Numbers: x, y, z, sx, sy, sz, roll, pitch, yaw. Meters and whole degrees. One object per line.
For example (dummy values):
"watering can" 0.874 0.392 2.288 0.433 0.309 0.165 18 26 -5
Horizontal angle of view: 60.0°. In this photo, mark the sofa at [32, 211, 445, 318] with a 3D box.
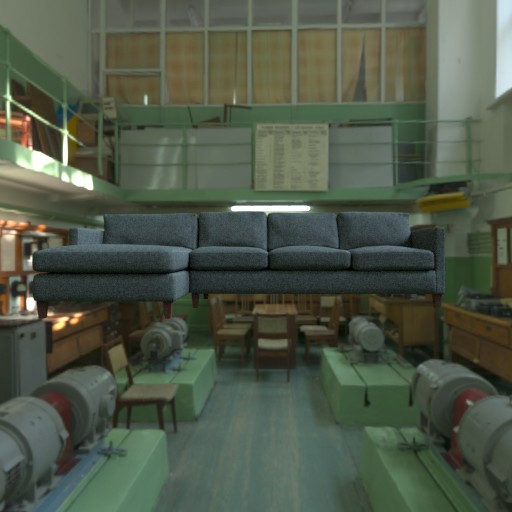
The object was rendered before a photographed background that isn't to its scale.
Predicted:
"sofa" 0.000 0.000 4.160 3.485 0.960 1.635 0 0 0
